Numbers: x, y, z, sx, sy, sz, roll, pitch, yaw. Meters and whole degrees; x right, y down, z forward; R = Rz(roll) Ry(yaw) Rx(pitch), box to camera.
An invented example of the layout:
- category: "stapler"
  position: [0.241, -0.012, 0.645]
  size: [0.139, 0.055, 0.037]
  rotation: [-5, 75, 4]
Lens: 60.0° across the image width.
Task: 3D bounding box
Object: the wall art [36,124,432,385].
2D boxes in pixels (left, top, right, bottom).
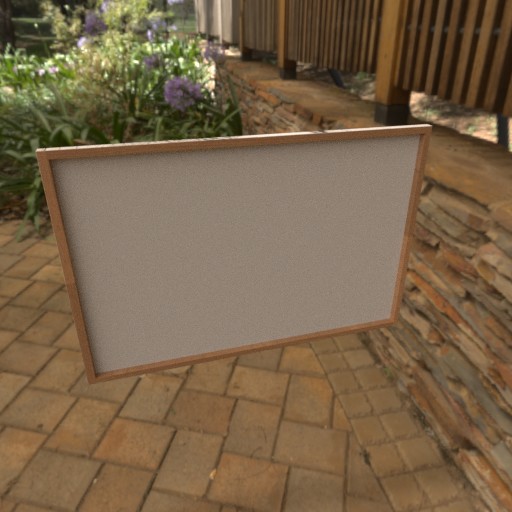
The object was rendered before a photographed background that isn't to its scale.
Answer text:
- category: "wall art"
  position: [0.000, 0.000, 1.137]
  size: [0.914, 0.607, 0.023]
  rotation: [-8, 28, -15]
